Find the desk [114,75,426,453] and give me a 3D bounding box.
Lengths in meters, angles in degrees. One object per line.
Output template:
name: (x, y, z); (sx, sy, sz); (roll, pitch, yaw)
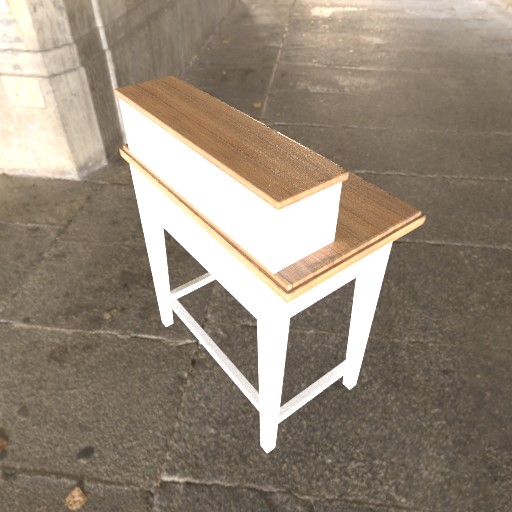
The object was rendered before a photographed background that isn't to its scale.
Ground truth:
desk: (0.000, 0.000, 1.449); (0.462, 0.981, 0.814); (-27, 47, -28)
